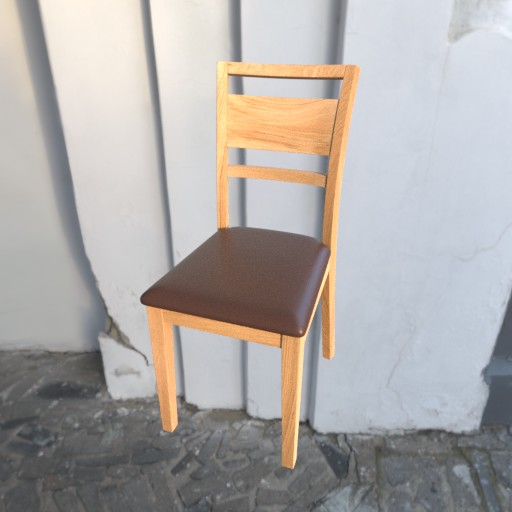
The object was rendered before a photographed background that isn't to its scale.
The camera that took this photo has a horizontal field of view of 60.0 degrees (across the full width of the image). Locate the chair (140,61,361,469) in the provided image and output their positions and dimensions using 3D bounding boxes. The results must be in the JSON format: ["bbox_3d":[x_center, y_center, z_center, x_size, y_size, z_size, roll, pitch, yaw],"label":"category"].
[{"bbox_3d":[0.000,0.000,1.211,0.420,0.940,0.545,9,29,17],"label":"chair"}]
